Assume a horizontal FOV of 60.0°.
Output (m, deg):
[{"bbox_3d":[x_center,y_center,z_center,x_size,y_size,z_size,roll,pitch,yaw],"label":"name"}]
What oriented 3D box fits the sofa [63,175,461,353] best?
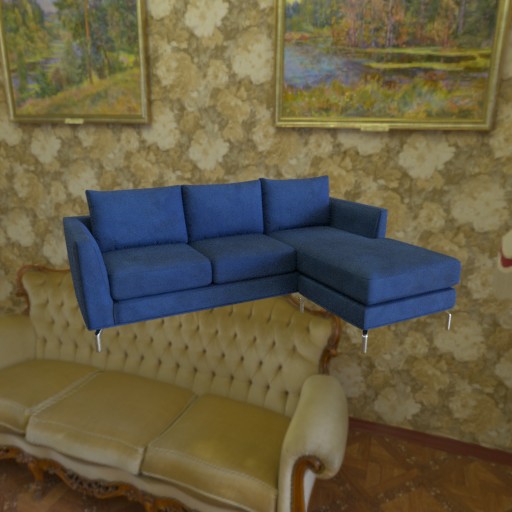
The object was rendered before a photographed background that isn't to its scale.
[{"bbox_3d":[0.000,0.000,3.226,2.438,0.987,1.622,-8,18,-26],"label":"sofa"}]
